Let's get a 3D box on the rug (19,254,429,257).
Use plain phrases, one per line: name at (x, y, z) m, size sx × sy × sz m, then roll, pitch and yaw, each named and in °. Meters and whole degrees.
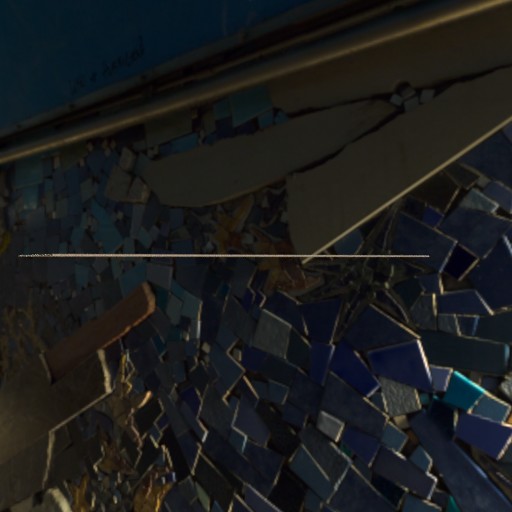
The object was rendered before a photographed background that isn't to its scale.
rug at (0.000, 0.000, 2.671) m, size 2.439 × 0.008 × 0.762 m, roll 0°, pitch 0°, yaw -36°
